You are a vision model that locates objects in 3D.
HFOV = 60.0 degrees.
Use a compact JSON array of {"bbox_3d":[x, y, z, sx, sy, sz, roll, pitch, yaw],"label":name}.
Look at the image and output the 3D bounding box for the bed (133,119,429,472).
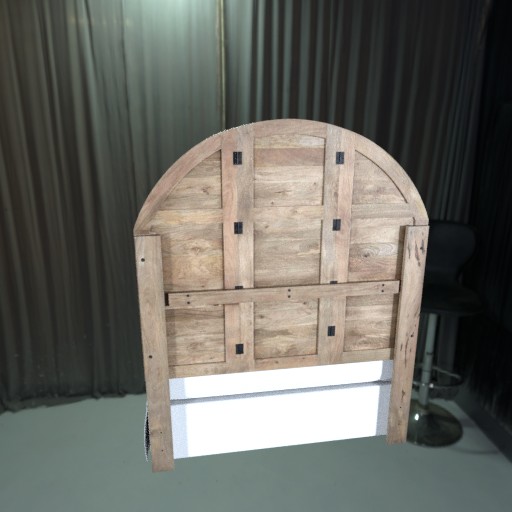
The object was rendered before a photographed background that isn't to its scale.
[{"bbox_3d":[0.000,0.000,3.472,1.713,2.002,2.112,-3,16,-9],"label":"bed"}]
